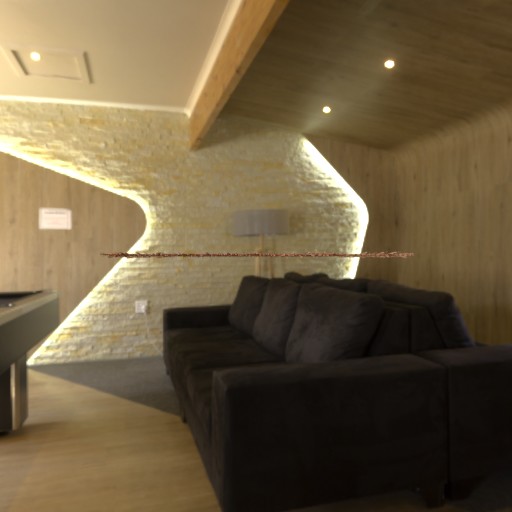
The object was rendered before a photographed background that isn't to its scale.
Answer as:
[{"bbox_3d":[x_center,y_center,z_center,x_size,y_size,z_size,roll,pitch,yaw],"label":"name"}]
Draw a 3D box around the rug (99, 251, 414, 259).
[{"bbox_3d":[0.000,0.000,2.705,1.469,0.040,2.025,0,0,0],"label":"rug"}]
